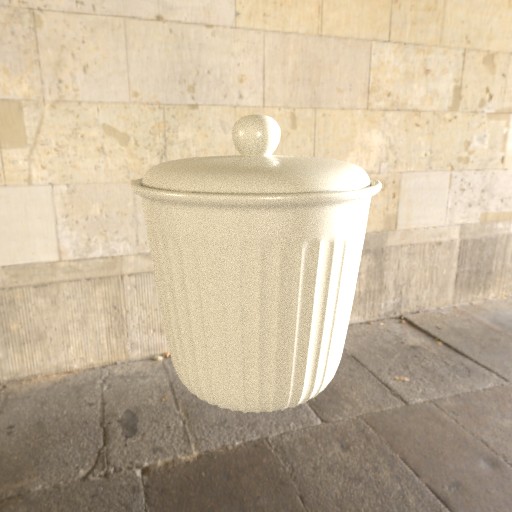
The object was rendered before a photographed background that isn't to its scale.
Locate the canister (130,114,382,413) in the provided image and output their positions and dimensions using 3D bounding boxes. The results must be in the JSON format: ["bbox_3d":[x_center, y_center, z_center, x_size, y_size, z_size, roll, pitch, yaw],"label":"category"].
[{"bbox_3d":[0.000,0.000,0.346,0.181,0.211,0.181,0,15,0],"label":"canister"}]
